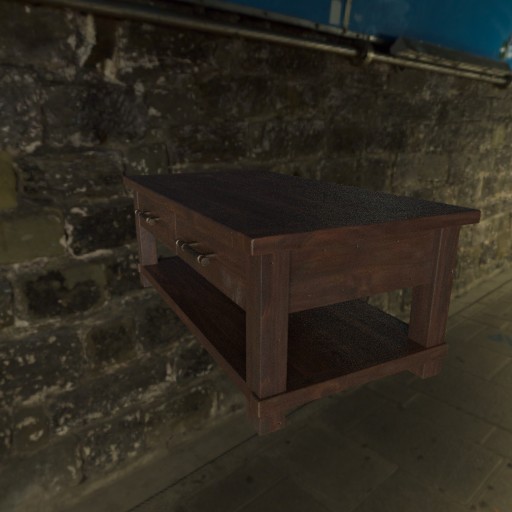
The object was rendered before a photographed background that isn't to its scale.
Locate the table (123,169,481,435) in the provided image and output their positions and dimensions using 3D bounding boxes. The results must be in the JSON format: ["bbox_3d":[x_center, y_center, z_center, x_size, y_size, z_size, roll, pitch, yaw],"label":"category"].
[{"bbox_3d":[0.000,0.000,1.629,0.700,0.494,1.270,-8,18,-26],"label":"table"}]
